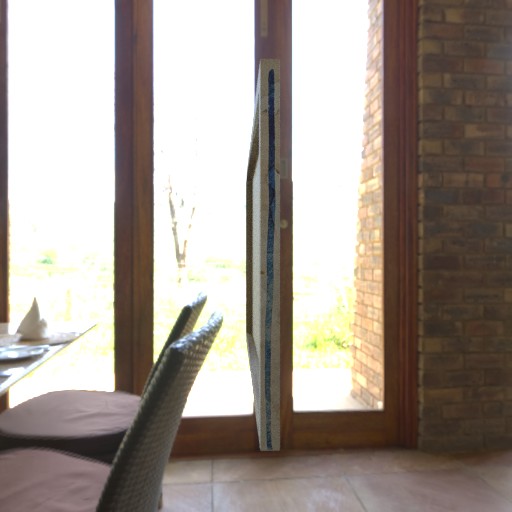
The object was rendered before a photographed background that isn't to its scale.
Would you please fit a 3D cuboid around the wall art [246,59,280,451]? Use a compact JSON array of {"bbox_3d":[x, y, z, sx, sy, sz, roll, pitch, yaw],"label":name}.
[{"bbox_3d":[0.000,0.000,1.427,0.038,0.757,1.143,0,0,-3],"label":"wall art"}]
